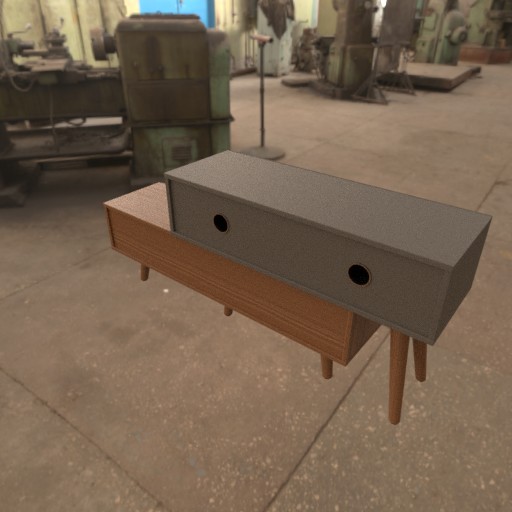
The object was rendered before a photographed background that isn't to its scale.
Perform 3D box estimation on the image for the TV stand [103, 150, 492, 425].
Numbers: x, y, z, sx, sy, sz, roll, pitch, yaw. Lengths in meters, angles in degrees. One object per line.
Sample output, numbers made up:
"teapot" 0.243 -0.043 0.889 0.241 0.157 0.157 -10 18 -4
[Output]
"TV stand" 0.000 0.000 1.561 1.336 0.591 0.329 22 37 32
